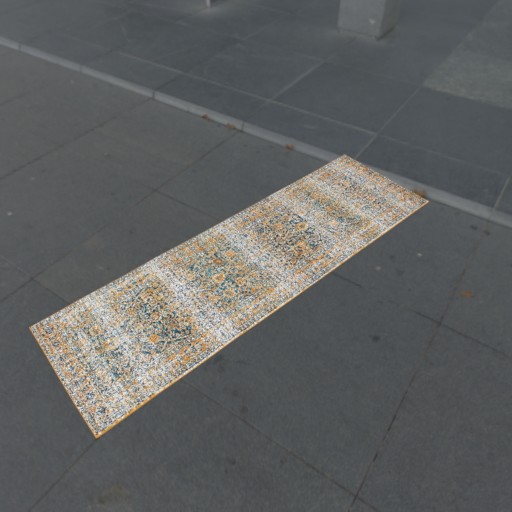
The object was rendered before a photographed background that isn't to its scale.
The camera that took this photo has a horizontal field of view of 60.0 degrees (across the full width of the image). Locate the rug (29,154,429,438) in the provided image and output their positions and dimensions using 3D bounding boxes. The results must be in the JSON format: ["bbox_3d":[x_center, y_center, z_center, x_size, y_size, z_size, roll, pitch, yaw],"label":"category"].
[{"bbox_3d":[0.000,0.000,2.475,2.294,0.014,0.704,-32,54,-27],"label":"rug"}]
